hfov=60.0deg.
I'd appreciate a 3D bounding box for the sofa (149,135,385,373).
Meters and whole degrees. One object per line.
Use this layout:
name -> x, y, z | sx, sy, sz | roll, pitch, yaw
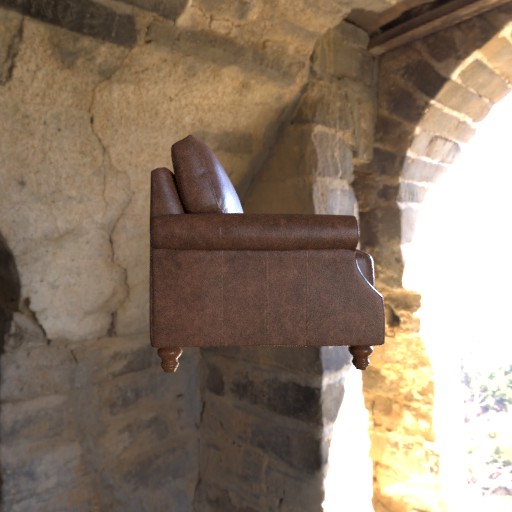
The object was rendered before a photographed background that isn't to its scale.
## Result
sofa -> 0.000, 0.000, 2.864 | 0.973, 0.977, 2.351 | 0, -1, -3
